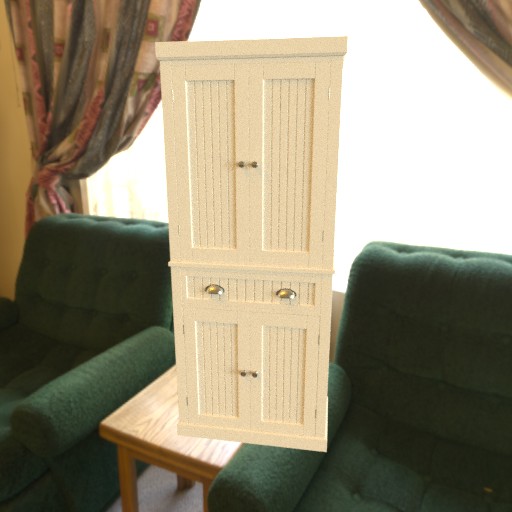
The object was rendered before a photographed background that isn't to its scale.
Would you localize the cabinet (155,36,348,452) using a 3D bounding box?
[{"bbox_3d":[0.000,0.000,2.120,0.754,1.829,0.390,3,16,9],"label":"cabinet"}]
